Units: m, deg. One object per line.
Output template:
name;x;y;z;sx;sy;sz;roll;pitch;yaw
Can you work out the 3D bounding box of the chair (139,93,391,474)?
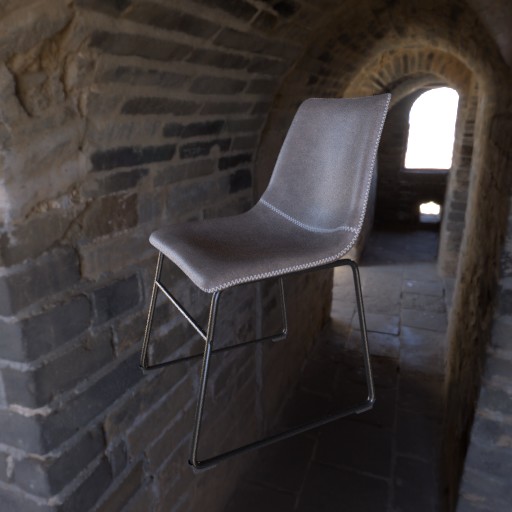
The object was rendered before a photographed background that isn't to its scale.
chair;0.000;0.000;1.134;0.550;0.780;0.460;-9;19;-26
